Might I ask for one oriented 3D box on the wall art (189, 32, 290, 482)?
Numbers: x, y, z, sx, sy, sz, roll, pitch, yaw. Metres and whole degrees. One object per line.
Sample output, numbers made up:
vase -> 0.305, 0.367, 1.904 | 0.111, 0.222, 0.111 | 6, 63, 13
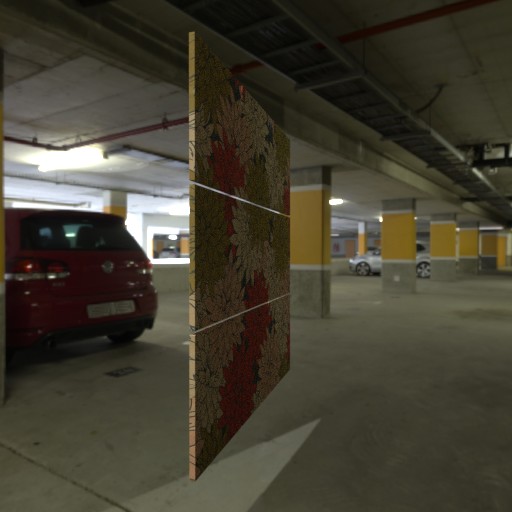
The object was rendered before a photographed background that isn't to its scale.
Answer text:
wall art -> 0.000, 0.000, 1.333 | 0.013, 0.913, 0.904 | 0, 1, 17
